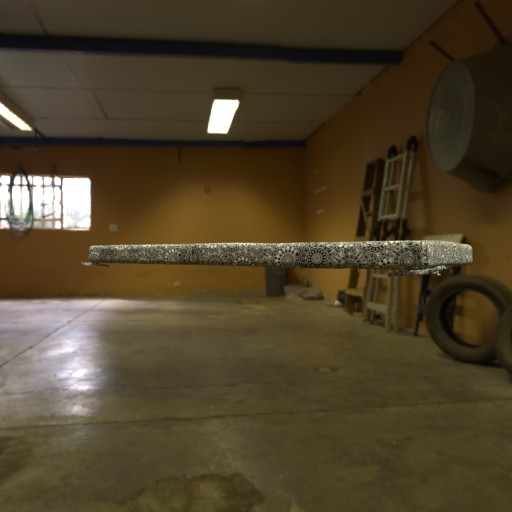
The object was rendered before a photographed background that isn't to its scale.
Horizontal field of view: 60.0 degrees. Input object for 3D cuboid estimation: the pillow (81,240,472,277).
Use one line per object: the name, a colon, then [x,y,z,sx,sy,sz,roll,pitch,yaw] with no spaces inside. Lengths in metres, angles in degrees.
pillow: [0.000,0.000,1.373,1.187,0.081,0.492,0,1,36]
